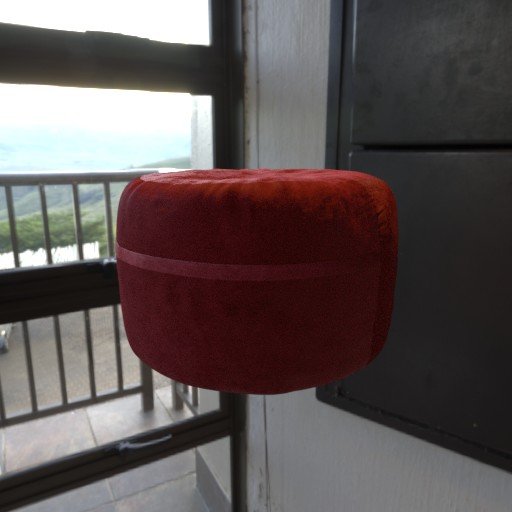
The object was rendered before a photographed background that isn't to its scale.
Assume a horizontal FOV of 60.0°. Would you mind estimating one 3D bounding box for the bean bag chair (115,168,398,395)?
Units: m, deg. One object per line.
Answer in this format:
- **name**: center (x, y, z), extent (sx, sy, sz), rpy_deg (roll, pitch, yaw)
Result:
- **bean bag chair**: center (0.000, 0.000, 2.004), extent (1.219, 0.762, 1.219), rpy_deg (0, 13, 0)
